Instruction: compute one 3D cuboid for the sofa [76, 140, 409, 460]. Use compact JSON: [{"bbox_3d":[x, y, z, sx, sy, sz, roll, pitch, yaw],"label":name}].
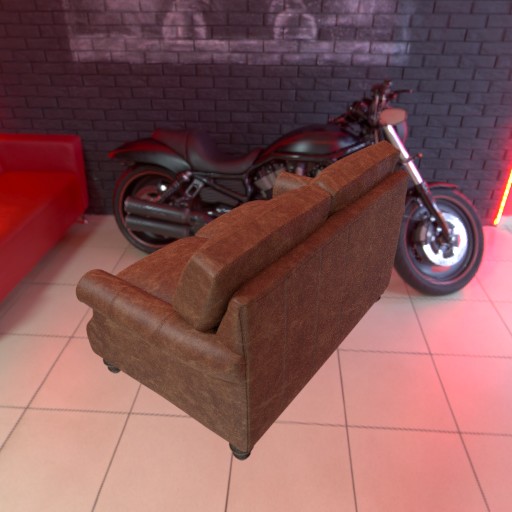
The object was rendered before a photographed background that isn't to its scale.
[{"bbox_3d":[0.000,0.000,2.249,0.990,0.967,1.616,21,37,31],"label":"sofa"}]
